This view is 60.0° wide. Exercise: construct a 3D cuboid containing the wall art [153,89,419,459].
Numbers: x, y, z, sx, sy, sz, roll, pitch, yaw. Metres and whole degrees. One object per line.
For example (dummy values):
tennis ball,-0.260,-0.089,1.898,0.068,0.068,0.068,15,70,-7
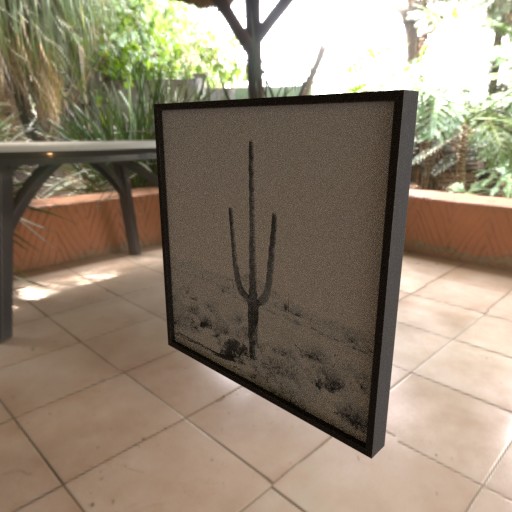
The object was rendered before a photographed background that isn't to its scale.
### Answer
wall art,0.000,0.000,0.760,0.508,0.508,0.038,15,22,42
